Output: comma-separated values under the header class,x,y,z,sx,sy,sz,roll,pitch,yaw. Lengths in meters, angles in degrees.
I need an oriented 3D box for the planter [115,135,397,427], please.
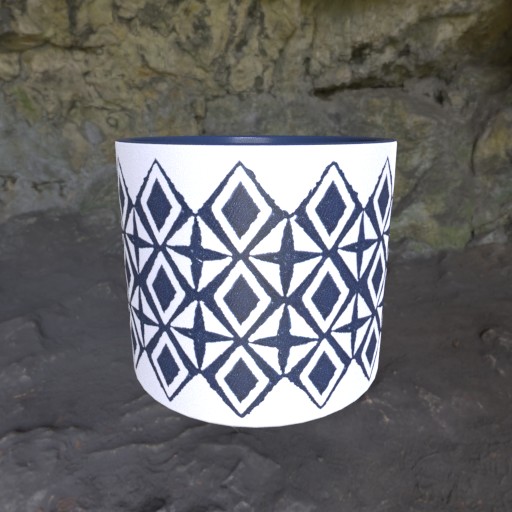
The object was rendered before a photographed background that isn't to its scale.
class,x,y,z,sx,sy,sz,roll,pitch,yaw
planter,0.000,0.000,0.320,0.182,0.165,0.182,0,16,0
